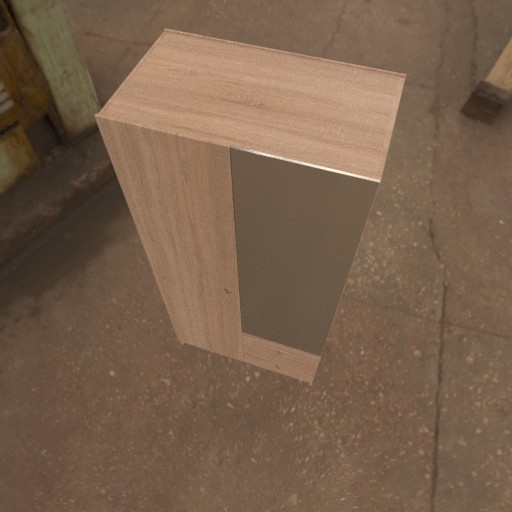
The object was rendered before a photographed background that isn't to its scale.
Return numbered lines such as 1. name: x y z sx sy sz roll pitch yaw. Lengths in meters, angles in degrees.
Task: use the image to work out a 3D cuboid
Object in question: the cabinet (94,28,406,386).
1. cabinet: 0.000 0.000 2.490 1.001 2.121 0.590 15 58 10
